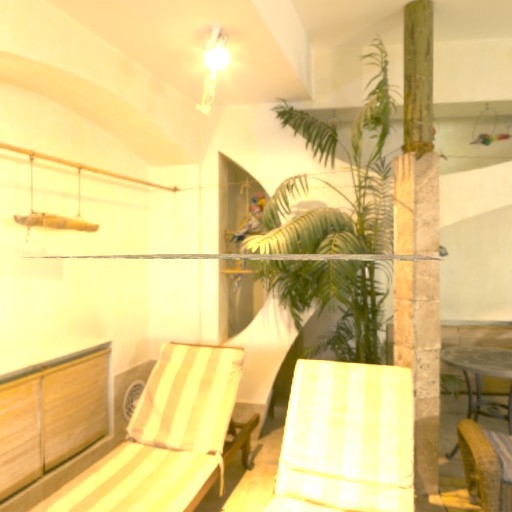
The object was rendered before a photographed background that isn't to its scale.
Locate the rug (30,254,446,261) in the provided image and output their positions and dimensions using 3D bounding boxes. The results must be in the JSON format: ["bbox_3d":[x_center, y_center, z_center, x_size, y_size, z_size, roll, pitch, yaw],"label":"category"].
[{"bbox_3d":[0.000,0.000,4.135,3.048,0.010,2.438,0,1,17],"label":"rug"}]
